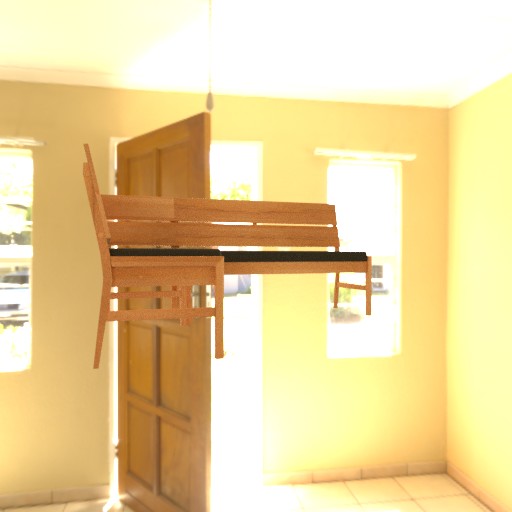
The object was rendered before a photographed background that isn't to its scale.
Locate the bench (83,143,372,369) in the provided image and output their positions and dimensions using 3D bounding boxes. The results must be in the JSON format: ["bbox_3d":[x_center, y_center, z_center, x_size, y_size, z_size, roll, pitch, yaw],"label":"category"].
[{"bbox_3d":[0.000,0.000,2.780,1.948,0.890,1.548,0,0,-19],"label":"bench"}]
